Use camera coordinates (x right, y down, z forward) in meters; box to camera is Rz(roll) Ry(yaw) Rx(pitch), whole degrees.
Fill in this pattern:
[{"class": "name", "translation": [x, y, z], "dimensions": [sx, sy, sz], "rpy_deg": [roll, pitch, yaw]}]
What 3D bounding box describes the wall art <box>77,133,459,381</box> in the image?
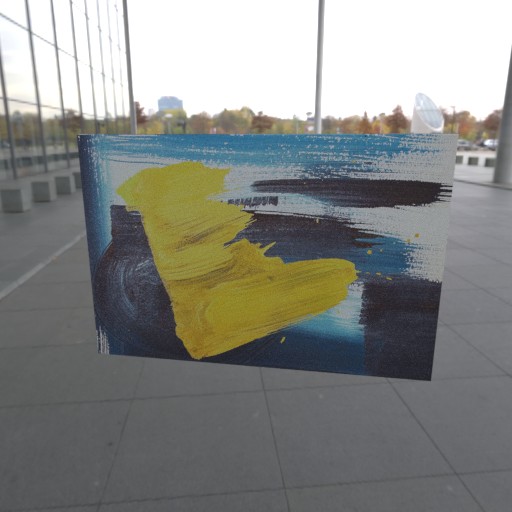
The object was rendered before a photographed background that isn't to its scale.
[{"class": "wall art", "translation": [0.000, 0.000, 0.766], "dimensions": [0.609, 0.406, 0.033], "rpy_deg": [2, 15, 9]}]
